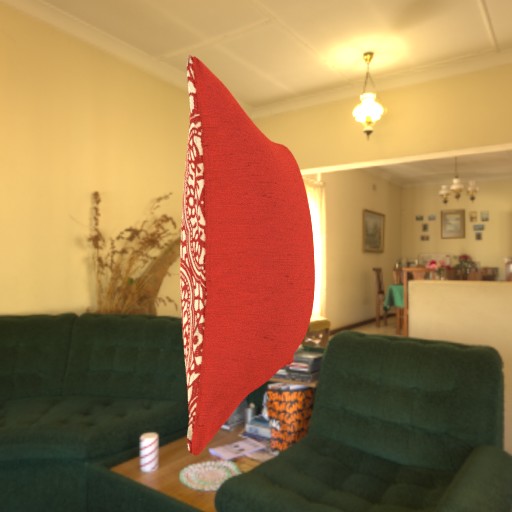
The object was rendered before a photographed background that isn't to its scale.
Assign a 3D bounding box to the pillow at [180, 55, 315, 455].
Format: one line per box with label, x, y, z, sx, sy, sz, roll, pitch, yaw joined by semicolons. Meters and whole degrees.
pillow;0.000;0.000;0.669;0.162;0.419;0.438;0;-1;18
